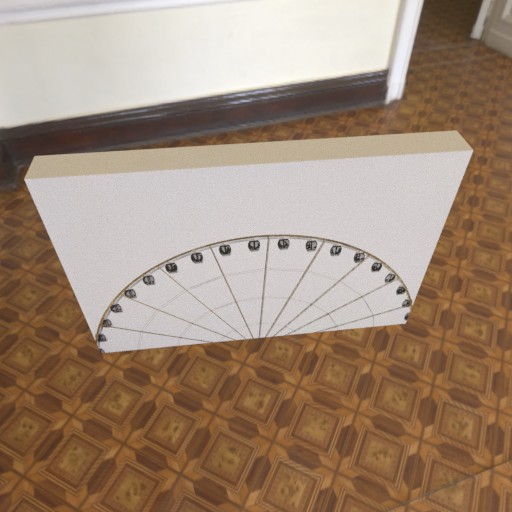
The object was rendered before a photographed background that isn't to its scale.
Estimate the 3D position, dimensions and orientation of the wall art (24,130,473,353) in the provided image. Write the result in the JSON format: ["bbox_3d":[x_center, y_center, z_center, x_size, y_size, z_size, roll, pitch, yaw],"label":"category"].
[{"bbox_3d":[0.000,0.000,0.478,0.384,0.254,0.039,-4,45,-4],"label":"wall art"}]
